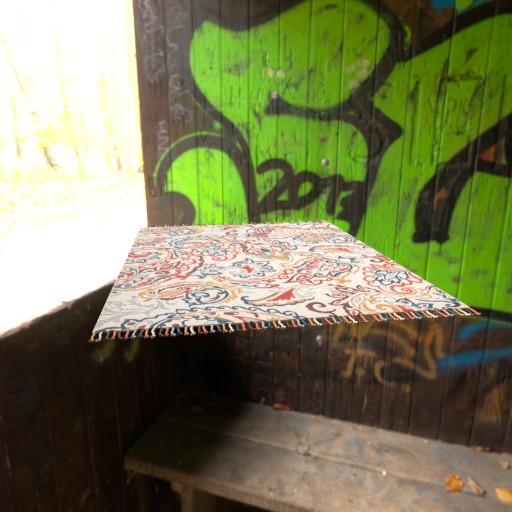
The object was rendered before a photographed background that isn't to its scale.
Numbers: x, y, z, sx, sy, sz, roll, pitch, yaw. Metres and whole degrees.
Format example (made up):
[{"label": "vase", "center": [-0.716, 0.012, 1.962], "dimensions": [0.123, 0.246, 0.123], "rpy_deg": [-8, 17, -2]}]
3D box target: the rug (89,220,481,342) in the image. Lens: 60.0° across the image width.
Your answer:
[{"label": "rug", "center": [0.000, 0.000, 4.243], "dimensions": [2.439, 0.015, 3.274], "rpy_deg": [-2, 16, -9]}]
